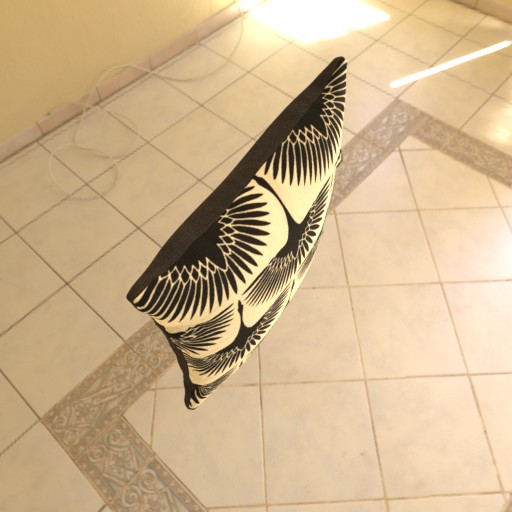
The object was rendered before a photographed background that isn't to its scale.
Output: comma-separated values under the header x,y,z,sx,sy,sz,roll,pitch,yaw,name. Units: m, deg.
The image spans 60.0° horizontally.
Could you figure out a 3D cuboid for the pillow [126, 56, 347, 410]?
x,y,z,sx,sy,sz,roll,pitch,yaw,name
0.000,0.000,0.680,0.139,0.432,0.432,29,63,16,pillow
